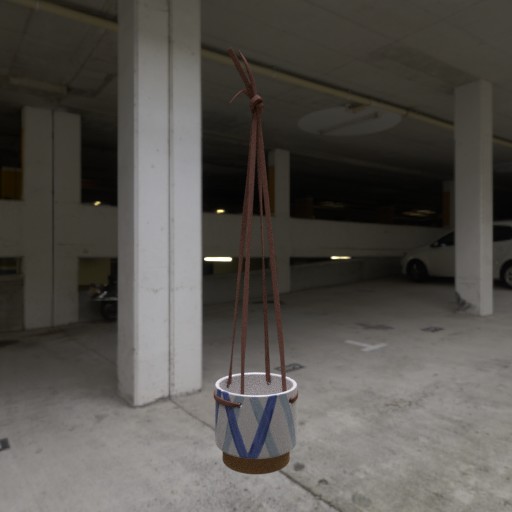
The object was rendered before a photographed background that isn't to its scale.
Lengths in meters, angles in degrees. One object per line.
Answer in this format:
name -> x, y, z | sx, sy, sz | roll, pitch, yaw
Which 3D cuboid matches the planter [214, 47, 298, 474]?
planter -> 0.000, 0.000, 0.824 | 0.157, 0.753, 0.153 | 0, 0, -36
